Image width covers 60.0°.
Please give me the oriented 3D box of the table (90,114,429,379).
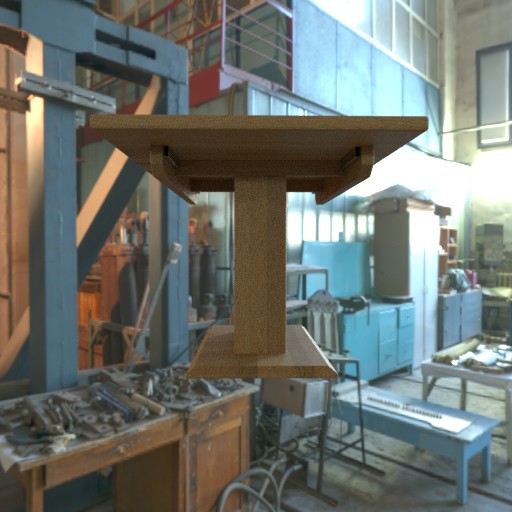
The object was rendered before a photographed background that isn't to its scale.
[{"bbox_3d":[0.000,0.000,1.824,0.900,0.770,1.300,0,1,-1],"label":"table"}]
